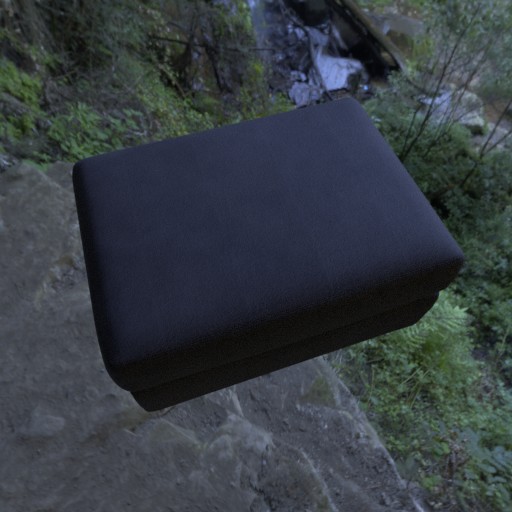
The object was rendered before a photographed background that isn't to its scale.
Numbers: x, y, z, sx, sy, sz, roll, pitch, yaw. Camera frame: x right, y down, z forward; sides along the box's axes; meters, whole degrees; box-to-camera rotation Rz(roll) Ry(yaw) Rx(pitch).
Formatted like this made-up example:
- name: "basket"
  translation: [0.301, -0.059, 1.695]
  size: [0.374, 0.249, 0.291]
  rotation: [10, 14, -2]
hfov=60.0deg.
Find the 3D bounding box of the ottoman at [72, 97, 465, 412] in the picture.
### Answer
- name: "ottoman"
  translation: [0.000, 0.000, 1.154]
  size: [0.773, 0.497, 0.574]
  rotation: [-16, 59, -10]
